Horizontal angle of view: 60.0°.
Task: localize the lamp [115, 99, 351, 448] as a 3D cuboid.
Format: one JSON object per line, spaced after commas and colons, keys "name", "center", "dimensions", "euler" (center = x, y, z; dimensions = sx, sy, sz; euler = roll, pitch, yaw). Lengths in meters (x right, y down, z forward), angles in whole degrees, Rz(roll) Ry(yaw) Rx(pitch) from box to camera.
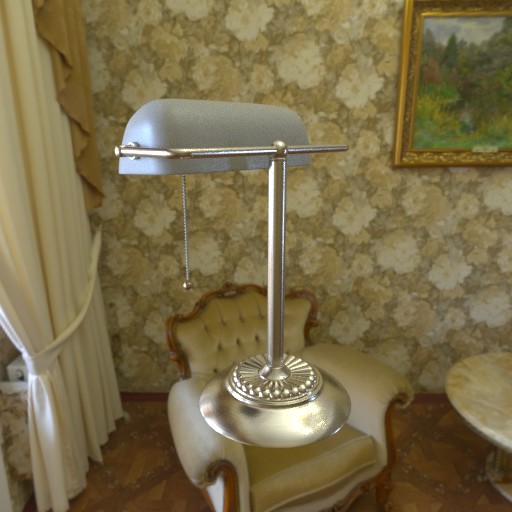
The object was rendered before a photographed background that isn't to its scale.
{"name": "lamp", "center": [0.000, 0.000, 0.507], "dimensions": [0.264, 0.339, 0.243], "euler": [-15, 21, -42]}
